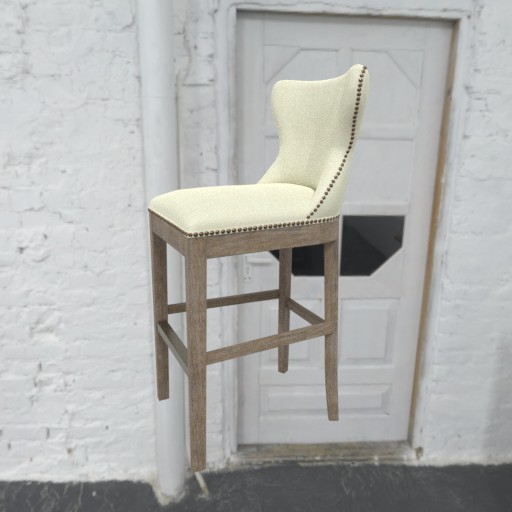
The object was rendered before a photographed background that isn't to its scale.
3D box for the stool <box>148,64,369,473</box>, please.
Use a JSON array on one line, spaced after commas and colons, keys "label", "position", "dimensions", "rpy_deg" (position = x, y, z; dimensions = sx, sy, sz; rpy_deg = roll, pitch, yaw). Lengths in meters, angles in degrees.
[{"label": "stool", "position": [0.000, 0.000, 1.436], "dimensions": [0.606, 1.123, 0.494], "rpy_deg": [-7, 17, -25]}]
